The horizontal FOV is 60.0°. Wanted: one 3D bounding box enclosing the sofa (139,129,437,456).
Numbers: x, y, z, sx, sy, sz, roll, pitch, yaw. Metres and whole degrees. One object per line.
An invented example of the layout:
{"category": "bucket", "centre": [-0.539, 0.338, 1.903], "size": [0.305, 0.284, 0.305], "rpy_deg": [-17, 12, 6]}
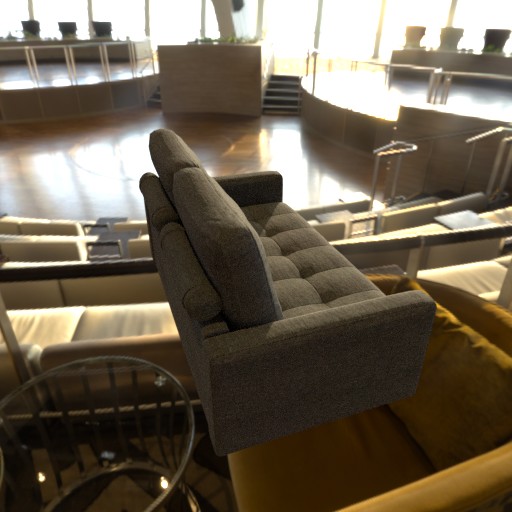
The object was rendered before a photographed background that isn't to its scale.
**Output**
{"category": "sofa", "centre": [0.000, 0.000, 1.966], "size": [0.842, 0.907, 1.407], "rpy_deg": [-10, 32, -17]}
